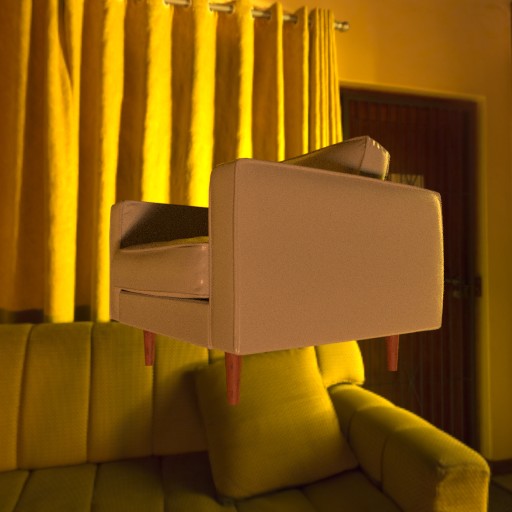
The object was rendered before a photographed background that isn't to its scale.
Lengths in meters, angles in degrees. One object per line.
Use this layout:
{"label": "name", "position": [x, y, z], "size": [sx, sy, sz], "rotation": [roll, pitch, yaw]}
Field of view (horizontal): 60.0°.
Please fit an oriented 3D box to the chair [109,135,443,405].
{"label": "chair", "position": [0.000, 0.000, 1.523], "size": [0.843, 0.773, 0.928], "rotation": [1, -2, -36]}
